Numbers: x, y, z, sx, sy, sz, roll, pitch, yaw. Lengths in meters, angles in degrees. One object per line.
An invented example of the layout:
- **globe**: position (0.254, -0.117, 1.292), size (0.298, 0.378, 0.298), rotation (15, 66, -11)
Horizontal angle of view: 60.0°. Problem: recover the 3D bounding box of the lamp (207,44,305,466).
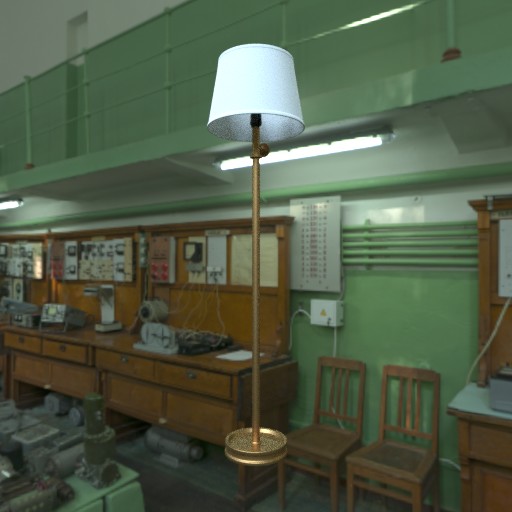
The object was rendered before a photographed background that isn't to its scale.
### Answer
- **lamp**: position (0.000, 0.000, 0.808), size (0.178, 0.710, 0.178), rotation (0, -1, 0)
